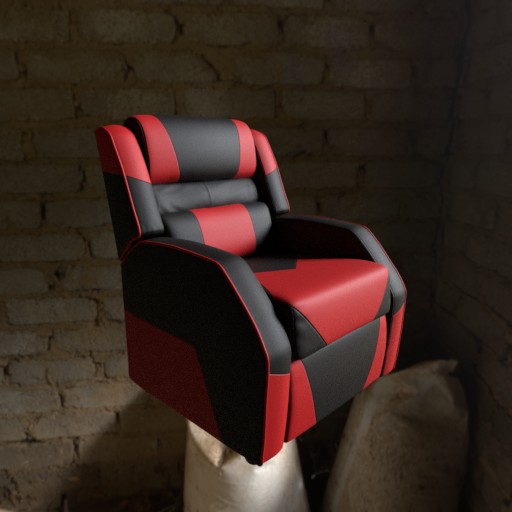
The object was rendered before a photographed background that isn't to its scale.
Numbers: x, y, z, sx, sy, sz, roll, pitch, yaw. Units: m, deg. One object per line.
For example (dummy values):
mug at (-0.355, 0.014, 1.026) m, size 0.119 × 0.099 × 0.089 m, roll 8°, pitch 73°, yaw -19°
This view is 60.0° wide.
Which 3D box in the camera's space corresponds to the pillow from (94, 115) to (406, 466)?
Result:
pillow at (0.000, 0.000, 1.298) m, size 0.672 × 0.805 × 0.620 m, roll 14°, pitch 20°, yaw 43°
